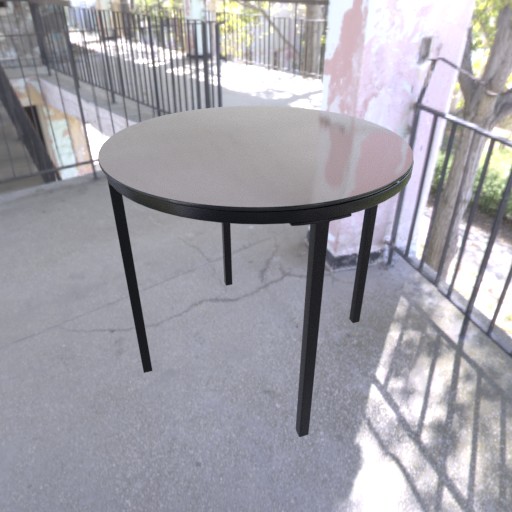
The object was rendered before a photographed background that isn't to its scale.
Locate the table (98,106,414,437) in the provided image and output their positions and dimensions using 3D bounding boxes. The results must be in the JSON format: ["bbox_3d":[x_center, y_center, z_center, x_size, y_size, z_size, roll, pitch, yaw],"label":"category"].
[{"bbox_3d":[0.000,0.000,0.848,0.499,0.443,0.499,0,32,0],"label":"table"}]
